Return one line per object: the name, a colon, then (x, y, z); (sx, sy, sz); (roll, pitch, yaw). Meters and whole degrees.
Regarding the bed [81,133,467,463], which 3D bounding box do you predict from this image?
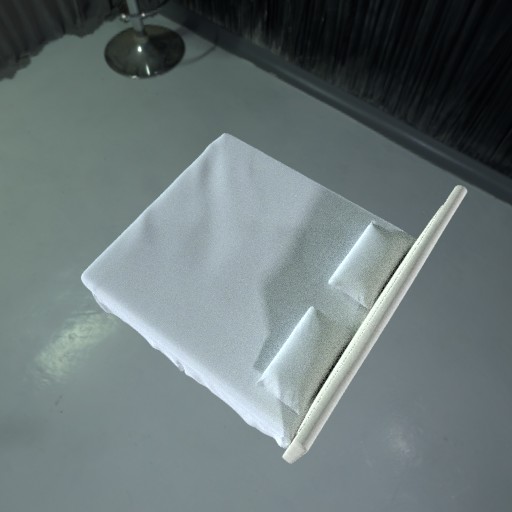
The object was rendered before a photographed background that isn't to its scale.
bed: (0.000, 0.000, 3.534); (2.182, 1.421, 2.083); (33, 67, 16)
